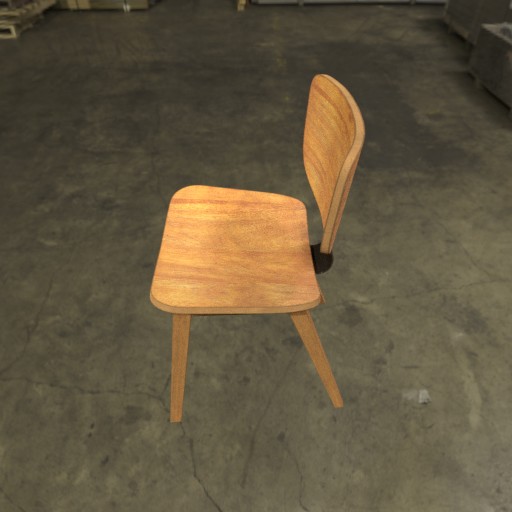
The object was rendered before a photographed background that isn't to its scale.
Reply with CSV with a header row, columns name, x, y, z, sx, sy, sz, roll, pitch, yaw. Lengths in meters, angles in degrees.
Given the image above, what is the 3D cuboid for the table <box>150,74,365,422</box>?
name,x,y,z,sx,sy,sz,roll,pitch,yaw
table,0.000,0.000,1.167,0.500,0.805,0.499,-1,42,-1
